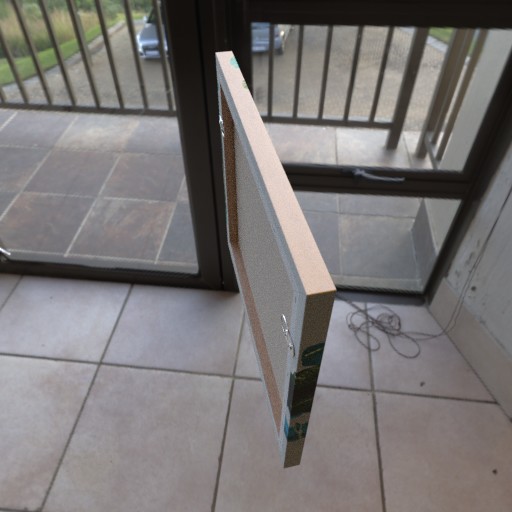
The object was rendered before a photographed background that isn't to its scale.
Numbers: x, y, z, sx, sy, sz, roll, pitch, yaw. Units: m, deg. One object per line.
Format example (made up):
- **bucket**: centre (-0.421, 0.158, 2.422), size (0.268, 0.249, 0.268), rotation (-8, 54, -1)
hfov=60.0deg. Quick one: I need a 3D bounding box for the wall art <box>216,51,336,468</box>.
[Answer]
- **wall art**: centre (0.000, 0.000, 0.986), size (0.043, 0.610, 0.711), rotation (-9, 47, -8)
